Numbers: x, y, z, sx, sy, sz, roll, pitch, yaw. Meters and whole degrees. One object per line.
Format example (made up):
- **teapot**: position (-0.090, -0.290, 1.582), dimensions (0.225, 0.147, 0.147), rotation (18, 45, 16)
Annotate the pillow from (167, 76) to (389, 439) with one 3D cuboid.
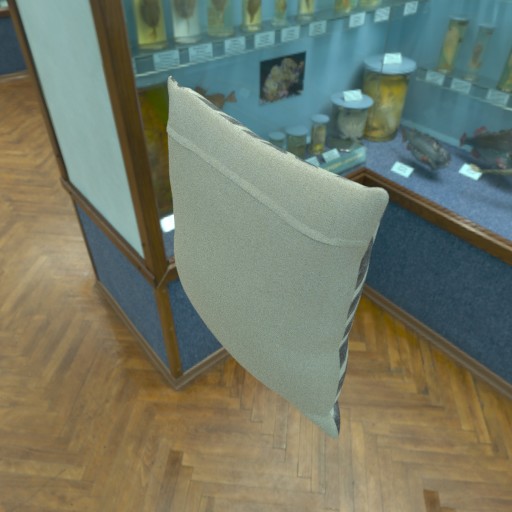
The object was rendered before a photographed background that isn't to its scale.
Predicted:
- **pillow**: position (0.000, 0.000, 0.682), dimensions (0.182, 0.441, 0.440), rotation (-26, 47, -27)
